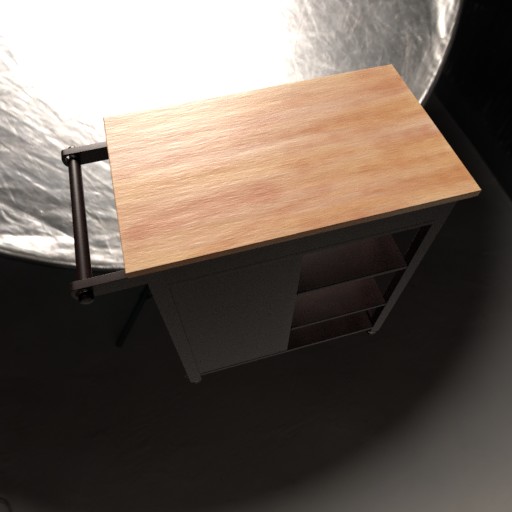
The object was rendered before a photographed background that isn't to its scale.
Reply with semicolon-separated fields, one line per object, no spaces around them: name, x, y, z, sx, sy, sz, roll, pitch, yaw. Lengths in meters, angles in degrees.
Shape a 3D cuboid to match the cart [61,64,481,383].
cart;0.000;0.000;1.412;0.914;0.878;0.472;-13;59;-8
